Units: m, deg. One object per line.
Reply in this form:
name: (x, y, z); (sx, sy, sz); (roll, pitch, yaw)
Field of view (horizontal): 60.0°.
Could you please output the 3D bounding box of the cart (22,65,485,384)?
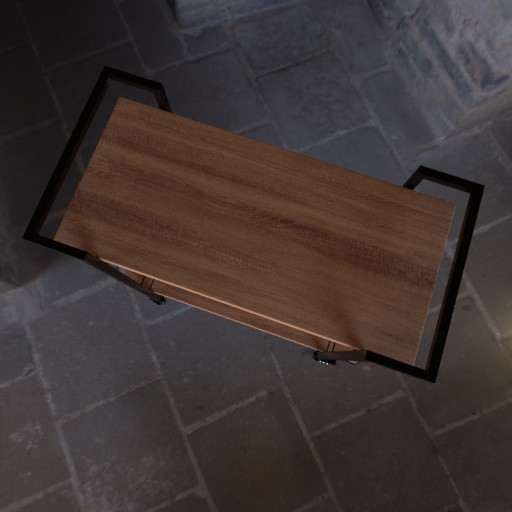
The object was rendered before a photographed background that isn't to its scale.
cart: (0.000, 0.000, 1.223); (0.806, 0.762, 0.406); (19, 78, 4)
